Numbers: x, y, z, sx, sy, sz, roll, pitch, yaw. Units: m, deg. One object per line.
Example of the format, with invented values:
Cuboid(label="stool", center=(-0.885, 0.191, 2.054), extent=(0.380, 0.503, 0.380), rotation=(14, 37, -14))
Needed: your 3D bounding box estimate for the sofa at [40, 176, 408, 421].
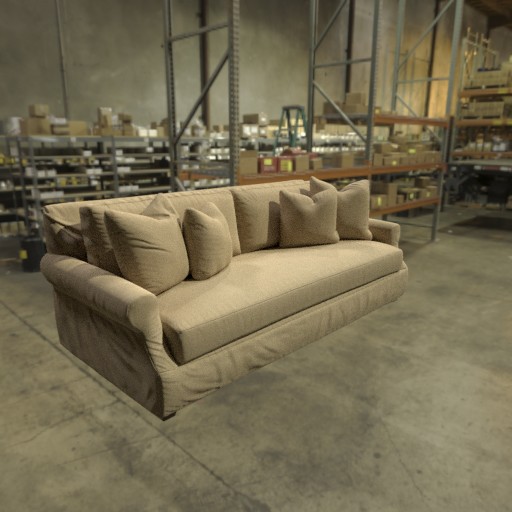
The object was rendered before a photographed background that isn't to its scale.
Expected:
Cuboid(label="sofa", center=(0.000, 0.000, 2.806), extent=(1.067, 0.904, 2.285), rotation=(14, 20, 43))
